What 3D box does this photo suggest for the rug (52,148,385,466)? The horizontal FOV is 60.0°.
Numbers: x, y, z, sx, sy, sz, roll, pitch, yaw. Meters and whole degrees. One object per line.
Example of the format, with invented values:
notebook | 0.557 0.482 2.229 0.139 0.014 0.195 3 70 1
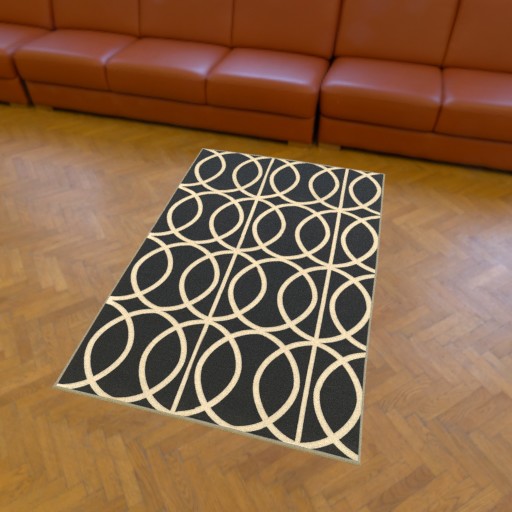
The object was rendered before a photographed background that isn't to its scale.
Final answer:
rug | 0.000 0.000 2.855 1.528 0.014 2.294 10 46 10
